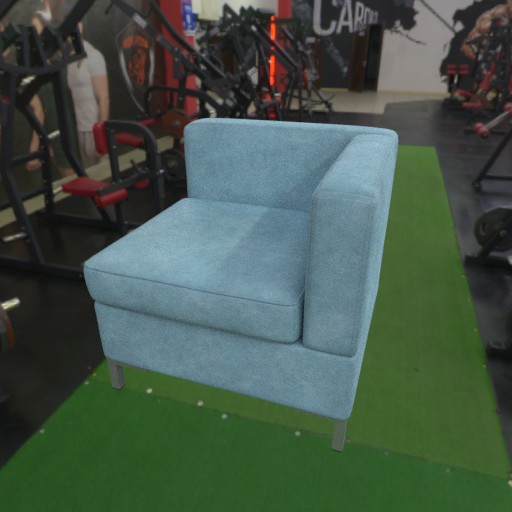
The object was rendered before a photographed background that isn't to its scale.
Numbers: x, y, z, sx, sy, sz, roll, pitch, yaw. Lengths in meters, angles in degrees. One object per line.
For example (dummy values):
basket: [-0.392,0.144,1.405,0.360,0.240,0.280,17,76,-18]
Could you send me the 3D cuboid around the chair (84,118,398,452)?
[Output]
chair: [0.000,0.000,1.272,0.691,0.660,0.684,9,28,17]
